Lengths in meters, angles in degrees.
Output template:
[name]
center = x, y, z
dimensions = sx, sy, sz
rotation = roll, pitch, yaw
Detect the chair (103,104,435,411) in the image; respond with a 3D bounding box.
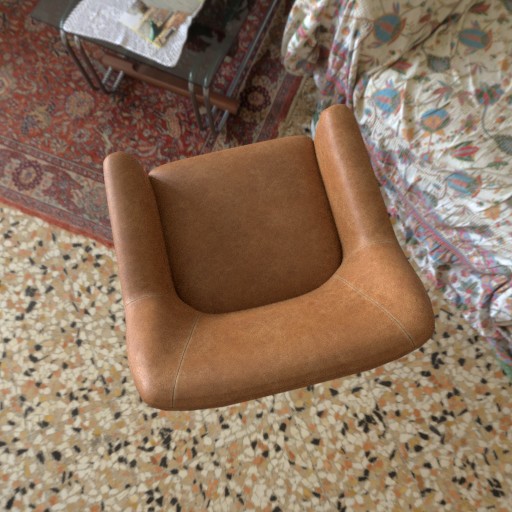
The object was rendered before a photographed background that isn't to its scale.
[chair]
center = 0.000, 0.000, 1.825
dimensions = 1.037, 0.980, 1.034
rotation = -13, 77, -3
